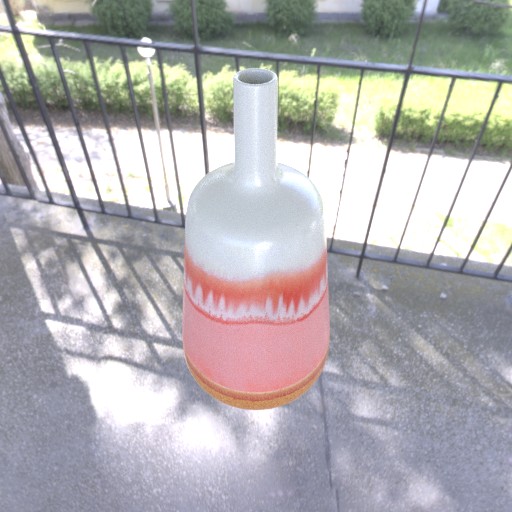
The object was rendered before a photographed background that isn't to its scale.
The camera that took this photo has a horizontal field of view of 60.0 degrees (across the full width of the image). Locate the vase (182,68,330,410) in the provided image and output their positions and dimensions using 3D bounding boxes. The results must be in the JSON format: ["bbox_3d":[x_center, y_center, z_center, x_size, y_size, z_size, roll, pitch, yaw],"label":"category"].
[{"bbox_3d":[0.000,0.000,0.363,0.144,0.296,0.144,0,44,0],"label":"vase"}]
